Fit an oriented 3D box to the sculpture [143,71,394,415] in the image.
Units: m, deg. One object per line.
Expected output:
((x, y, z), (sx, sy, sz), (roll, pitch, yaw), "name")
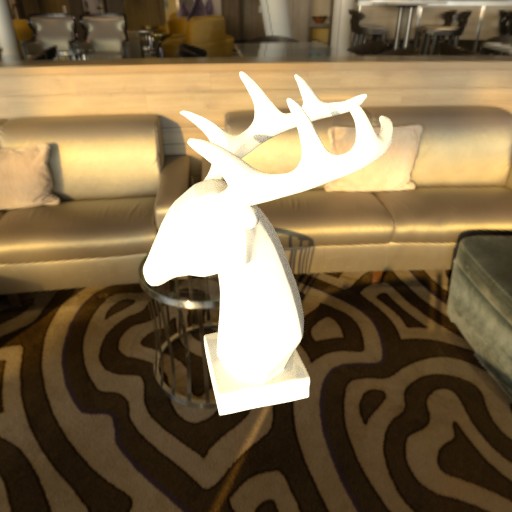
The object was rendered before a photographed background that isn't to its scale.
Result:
((0.000, 0.000, 0.449), (0.224, 0.329, 0.174), (-7, 30, -12), "sculpture")
